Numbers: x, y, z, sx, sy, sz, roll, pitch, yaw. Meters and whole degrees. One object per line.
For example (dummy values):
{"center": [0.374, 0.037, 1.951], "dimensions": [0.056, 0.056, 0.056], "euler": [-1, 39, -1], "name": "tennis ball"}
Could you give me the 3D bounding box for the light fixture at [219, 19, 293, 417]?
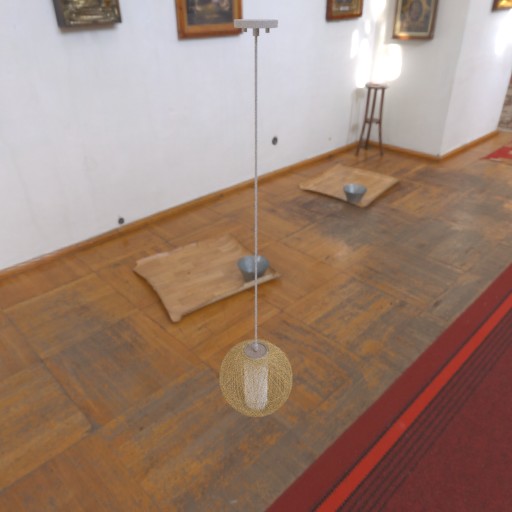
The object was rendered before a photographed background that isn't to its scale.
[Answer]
{"center": [0.000, 0.000, 2.079], "dimensions": [0.407, 1.955, 0.406], "euler": [0, 30, 1], "name": "light fixture"}
